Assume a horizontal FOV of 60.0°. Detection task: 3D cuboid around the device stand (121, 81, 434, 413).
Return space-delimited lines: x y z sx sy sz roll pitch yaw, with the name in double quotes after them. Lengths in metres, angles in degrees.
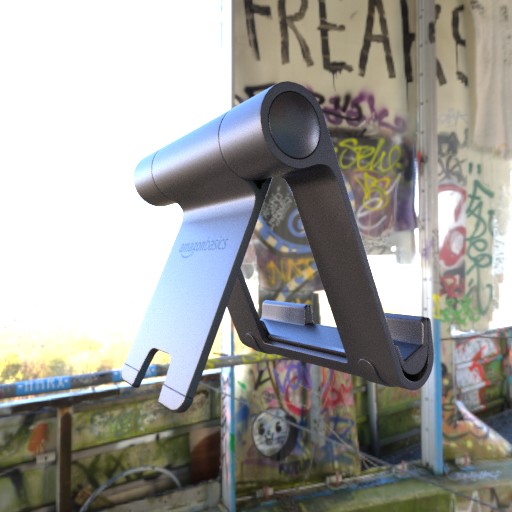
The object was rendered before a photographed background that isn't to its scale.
0.000 0.000 0.153 0.079 0.084 0.088 1 -2 -35 "device stand"
